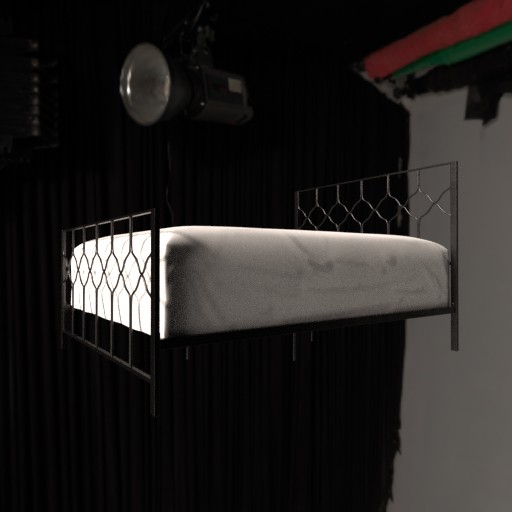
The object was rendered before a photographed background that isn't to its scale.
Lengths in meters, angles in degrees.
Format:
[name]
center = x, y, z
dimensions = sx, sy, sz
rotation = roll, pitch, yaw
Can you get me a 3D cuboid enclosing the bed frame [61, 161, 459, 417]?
[bed frame]
center = 0.000, 0.000, 2.909
dimensions = 2.063, 1.222, 1.597
rotation = 0, -1, -35
